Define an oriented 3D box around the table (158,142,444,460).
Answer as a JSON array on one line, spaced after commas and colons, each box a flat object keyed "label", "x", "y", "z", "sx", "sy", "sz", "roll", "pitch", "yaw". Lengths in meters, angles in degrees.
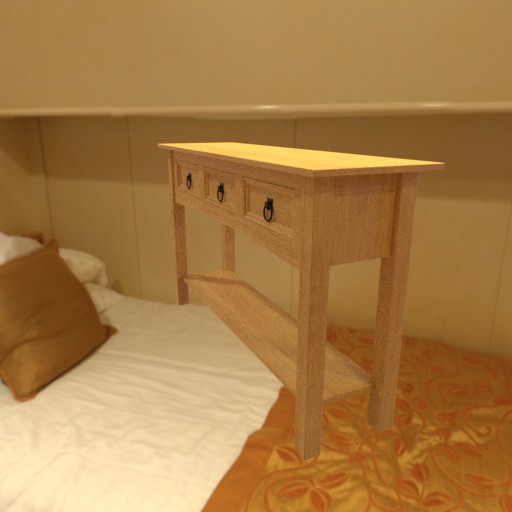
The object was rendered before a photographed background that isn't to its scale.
[{"label": "table", "x": 0.000, "y": 0.000, "z": 1.569, "sx": 0.350, "sy": 0.730, "sz": 1.240, "roll": -8, "pitch": 18, "yaw": -25}]
